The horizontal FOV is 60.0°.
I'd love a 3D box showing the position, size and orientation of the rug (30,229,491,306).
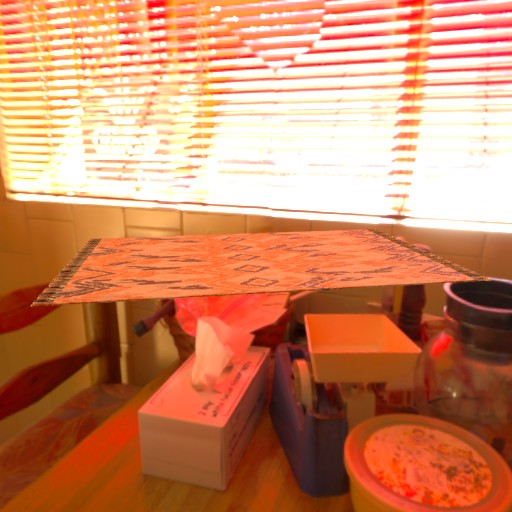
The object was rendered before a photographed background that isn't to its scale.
[{"bbox_3d":[0.000,0.000,3.013,2.428,0.010,1.533,-2,15,-9],"label":"rug"}]
